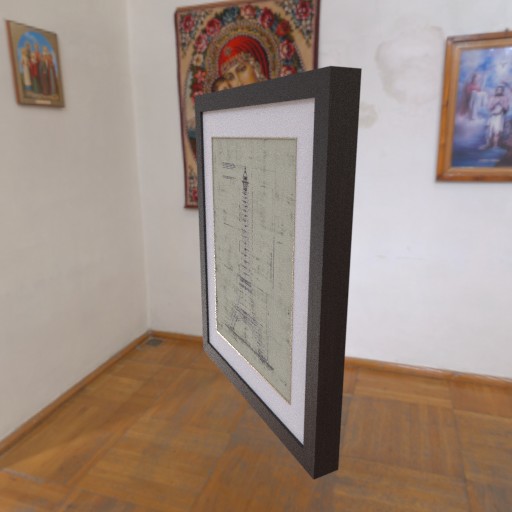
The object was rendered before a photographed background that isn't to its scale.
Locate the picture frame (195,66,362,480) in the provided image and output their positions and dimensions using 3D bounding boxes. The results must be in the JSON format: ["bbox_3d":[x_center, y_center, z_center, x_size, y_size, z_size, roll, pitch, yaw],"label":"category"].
[{"bbox_3d":[0.000,0.000,0.772,0.044,0.555,0.452,-8,17,-26],"label":"picture frame"}]
